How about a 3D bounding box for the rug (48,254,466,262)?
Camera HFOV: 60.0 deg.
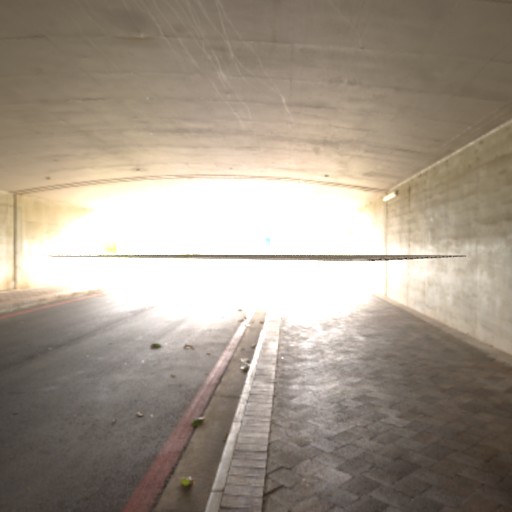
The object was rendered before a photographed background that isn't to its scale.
[{"bbox_3d":[0.000,0.000,2.250,1.726,0.009,1.278,1,1,36],"label":"rug"}]
